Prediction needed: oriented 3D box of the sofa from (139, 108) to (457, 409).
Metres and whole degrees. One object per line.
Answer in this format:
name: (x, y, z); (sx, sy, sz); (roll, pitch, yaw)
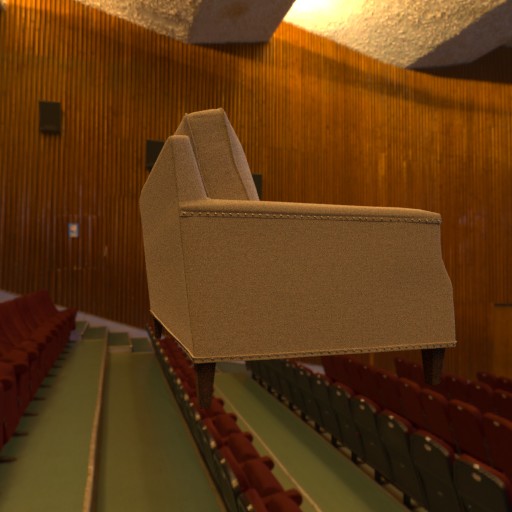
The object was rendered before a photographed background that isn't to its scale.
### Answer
sofa: (0.000, 0.000, 2.238); (1.084, 1.003, 1.597); (0, -1, -18)
